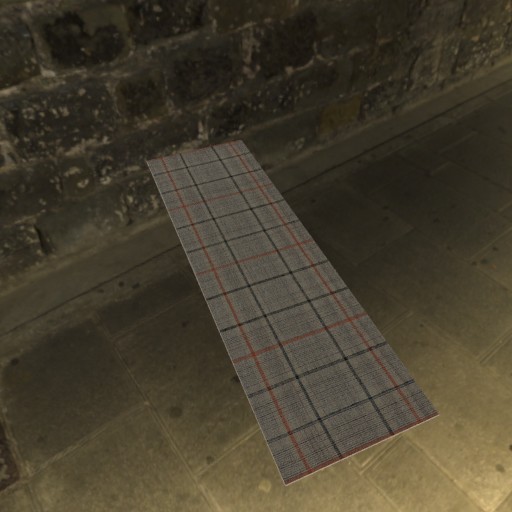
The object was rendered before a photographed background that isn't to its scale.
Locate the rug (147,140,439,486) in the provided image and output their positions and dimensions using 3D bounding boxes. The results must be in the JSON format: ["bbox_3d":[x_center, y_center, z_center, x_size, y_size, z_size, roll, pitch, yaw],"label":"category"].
[{"bbox_3d":[0.000,0.000,2.656,0.762,0.008,2.439,-17,49,-15],"label":"rug"}]
